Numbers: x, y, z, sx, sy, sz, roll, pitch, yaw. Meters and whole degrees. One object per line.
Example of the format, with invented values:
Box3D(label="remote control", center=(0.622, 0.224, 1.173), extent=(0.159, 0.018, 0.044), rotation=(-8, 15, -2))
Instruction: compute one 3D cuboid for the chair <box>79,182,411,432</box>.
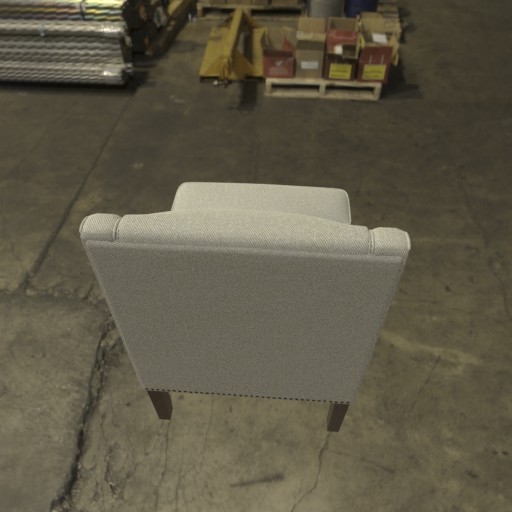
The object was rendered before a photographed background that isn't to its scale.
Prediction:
Box3D(label="chair", center=(0.000, 0.000, 1.370), extent=(0.628, 0.872, 0.748), rotation=(3, 47, 3))
